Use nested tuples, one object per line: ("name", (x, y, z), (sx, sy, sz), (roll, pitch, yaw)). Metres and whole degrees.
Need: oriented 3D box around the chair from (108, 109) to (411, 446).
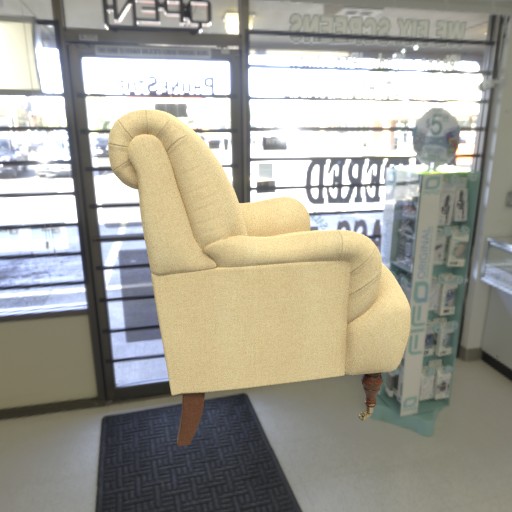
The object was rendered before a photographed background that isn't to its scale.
("chair", (0.000, 0.000, 1.524), (0.842, 0.944, 0.766), (-3, 16, -10))
